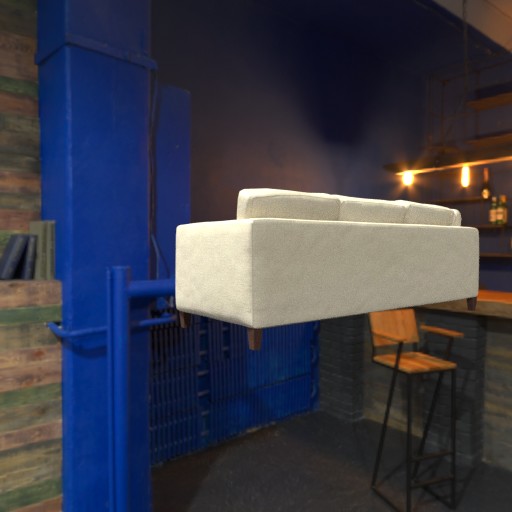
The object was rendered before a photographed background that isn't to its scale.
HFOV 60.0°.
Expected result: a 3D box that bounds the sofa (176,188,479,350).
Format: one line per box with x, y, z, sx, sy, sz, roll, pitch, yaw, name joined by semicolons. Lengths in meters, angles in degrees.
0.000;0.000;4.496;2.593;0.947;3.302;-1;2;-37;sofa
